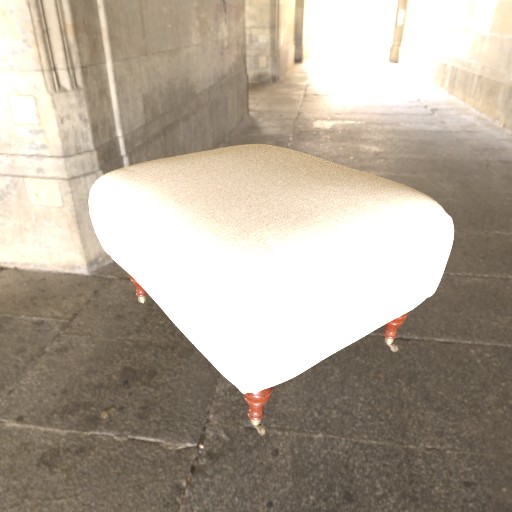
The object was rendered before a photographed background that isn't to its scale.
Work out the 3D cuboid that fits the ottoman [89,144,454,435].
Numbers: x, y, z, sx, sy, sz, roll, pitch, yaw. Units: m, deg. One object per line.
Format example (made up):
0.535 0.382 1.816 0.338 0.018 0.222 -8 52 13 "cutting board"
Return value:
0.000 0.000 1.135 0.622 0.450 0.747 -20 34 -32 "ottoman"
